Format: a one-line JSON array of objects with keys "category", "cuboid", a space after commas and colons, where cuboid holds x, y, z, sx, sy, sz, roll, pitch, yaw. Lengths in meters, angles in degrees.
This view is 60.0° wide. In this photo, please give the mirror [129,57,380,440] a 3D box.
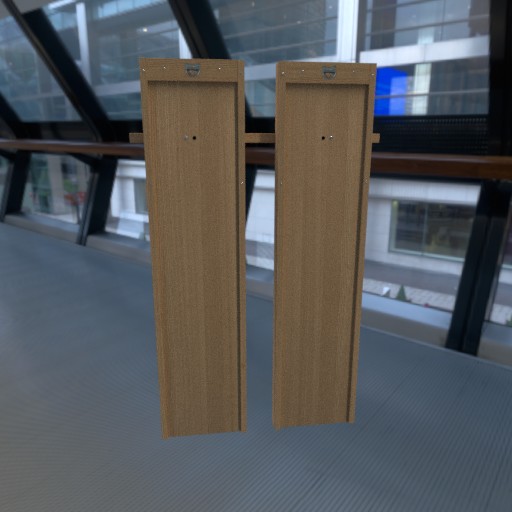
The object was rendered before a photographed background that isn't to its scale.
[{"category": "mirror", "cuboid": [0.000, 0.000, 1.579, 0.800, 1.250, 0.260, -2, 15, -8]}]
